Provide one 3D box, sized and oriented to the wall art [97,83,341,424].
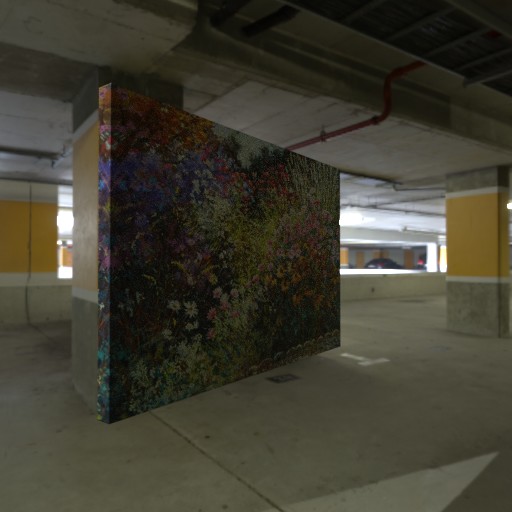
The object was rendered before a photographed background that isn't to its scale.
[{"bbox_3d":[0.000,0.000,1.158,0.037,0.604,0.908,-1,-1,37],"label":"wall art"}]
